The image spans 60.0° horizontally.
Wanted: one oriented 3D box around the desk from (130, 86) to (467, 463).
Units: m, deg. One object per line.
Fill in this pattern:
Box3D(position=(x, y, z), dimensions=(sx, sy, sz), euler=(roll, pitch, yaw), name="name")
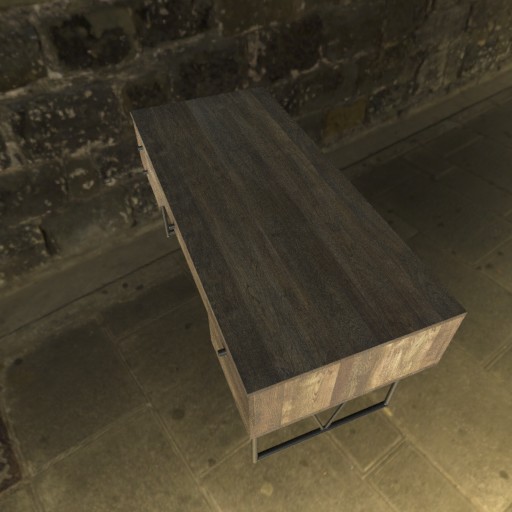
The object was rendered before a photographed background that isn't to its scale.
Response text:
Box3D(position=(0.000, 0.000, 2.035), dimensions=(0.730, 0.780, 1.600), euler=(-16, 48, -15), name="desk")
